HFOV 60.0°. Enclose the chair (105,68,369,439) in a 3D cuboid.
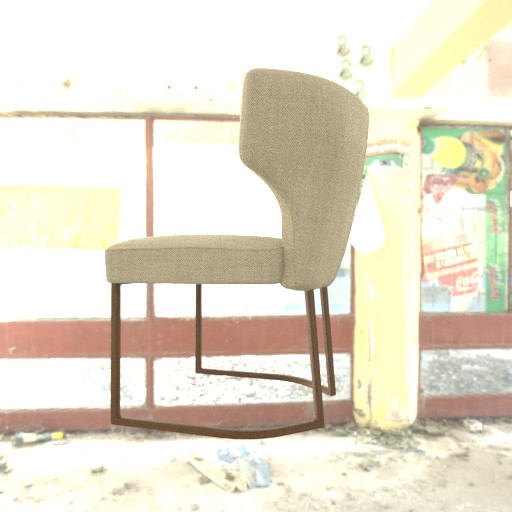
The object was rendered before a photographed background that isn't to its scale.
[{"bbox_3d":[0.000,0.000,1.245,0.617,0.824,0.611,0,0,16],"label":"chair"}]
